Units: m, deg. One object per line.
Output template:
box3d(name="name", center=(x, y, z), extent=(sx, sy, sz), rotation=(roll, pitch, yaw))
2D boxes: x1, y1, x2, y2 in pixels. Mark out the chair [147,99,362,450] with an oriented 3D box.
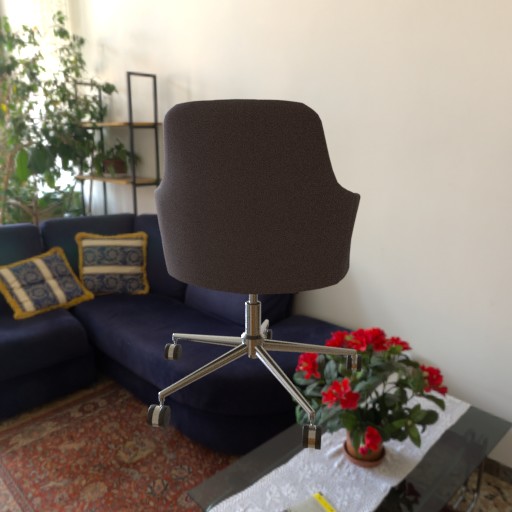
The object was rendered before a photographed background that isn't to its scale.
box3d(name="chair", center=(0.000, 0.000, 1.286), extent=(0.655, 0.820, 0.600), rotation=(2, 15, 9))
